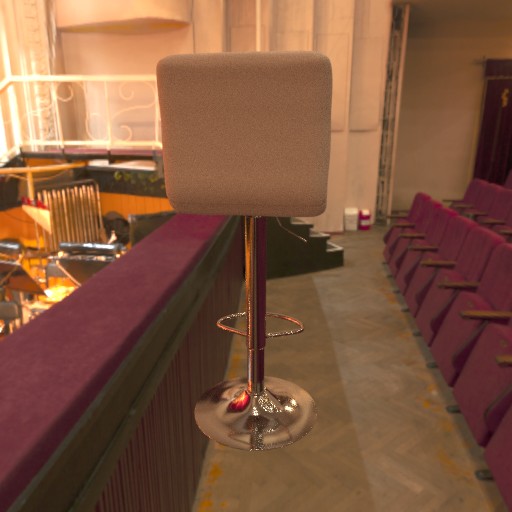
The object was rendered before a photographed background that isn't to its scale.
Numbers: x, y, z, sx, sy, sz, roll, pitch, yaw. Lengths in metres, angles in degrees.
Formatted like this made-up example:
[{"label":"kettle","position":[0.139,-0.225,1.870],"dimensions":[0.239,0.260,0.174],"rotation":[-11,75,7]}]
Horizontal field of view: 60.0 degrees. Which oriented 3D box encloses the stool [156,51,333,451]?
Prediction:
[{"label":"stool","position":[0.000,0.000,1.399],"dimensions":[0.430,1.115,0.505],"rotation":[2,16,8]}]
